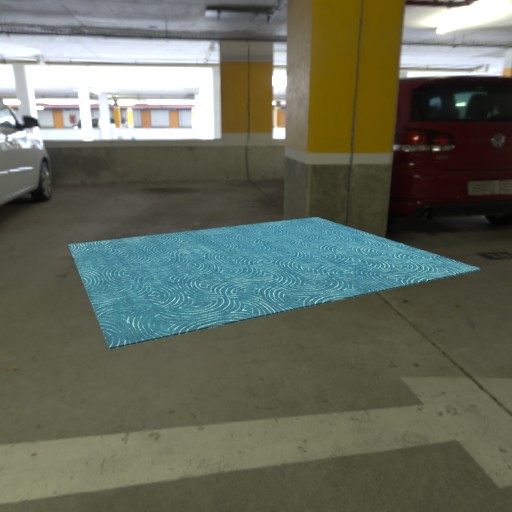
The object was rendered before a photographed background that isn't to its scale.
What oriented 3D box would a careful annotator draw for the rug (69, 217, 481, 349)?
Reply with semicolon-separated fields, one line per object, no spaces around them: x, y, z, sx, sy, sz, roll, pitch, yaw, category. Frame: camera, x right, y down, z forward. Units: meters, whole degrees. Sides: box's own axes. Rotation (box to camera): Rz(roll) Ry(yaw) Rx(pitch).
0.000;0.000;4.117;3.033;0.012;2.432;-8;19;-26;rug
